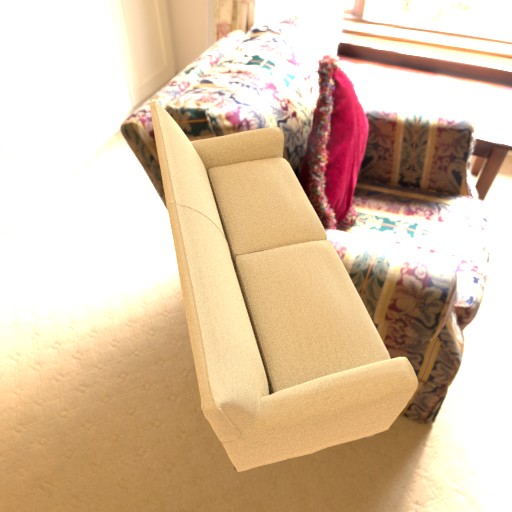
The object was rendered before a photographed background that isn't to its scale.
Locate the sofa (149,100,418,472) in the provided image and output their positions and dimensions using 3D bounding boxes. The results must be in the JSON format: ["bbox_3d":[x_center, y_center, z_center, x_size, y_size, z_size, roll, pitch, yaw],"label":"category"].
[{"bbox_3d":[0.000,0.000,2.393,0.841,0.907,2.001,-10,47,-10],"label":"sofa"}]
